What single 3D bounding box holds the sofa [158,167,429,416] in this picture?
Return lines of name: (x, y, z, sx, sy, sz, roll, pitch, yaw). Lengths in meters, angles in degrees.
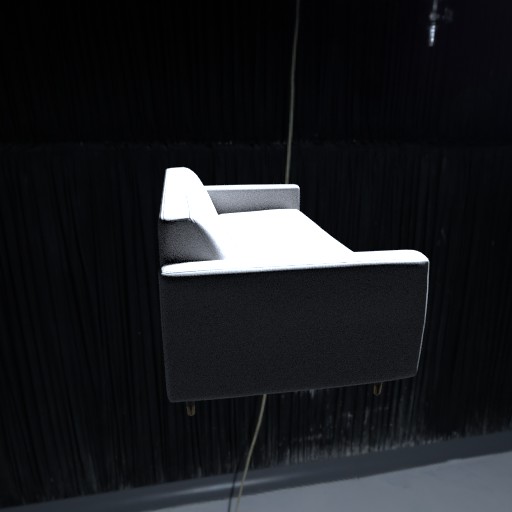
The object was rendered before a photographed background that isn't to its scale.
sofa: (0.000, 0.000, 2.432, 0.969, 0.814, 1.895, -3, 18, -10)
